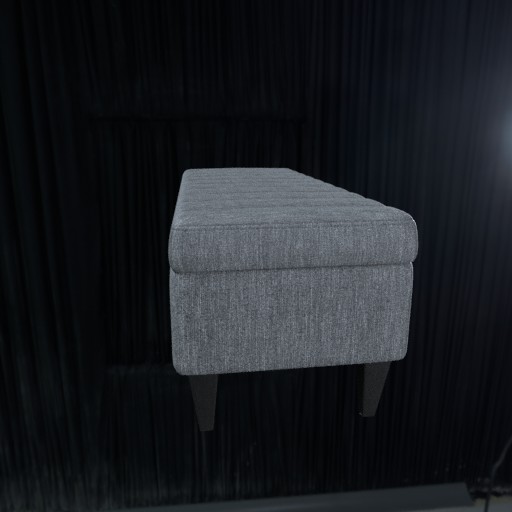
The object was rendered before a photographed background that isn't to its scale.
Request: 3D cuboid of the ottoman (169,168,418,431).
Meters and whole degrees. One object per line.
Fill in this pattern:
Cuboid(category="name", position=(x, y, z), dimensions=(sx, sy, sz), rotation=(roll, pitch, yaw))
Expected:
Cuboid(category="ottoman", position=(0.000, 0.000, 1.400), dimensions=(0.482, 0.469, 1.151), rotation=(-2, 16, -8))
